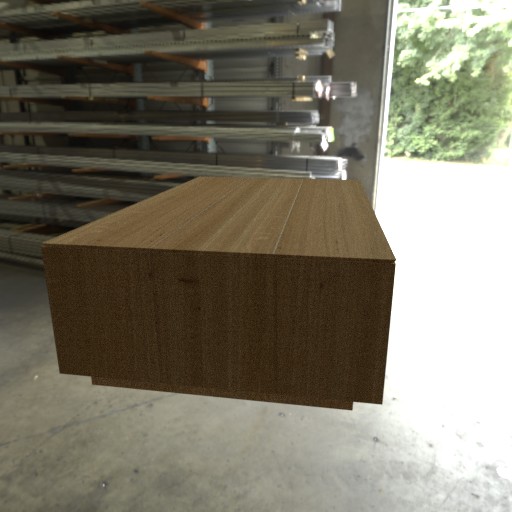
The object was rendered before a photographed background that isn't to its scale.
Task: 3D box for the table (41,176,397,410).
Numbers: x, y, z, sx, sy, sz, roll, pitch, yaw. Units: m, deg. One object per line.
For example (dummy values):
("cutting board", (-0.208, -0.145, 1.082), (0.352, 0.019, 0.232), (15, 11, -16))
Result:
("table", (0.000, 0.000, 1.396), (0.678, 0.353, 1.110), (3, 17, 9))
